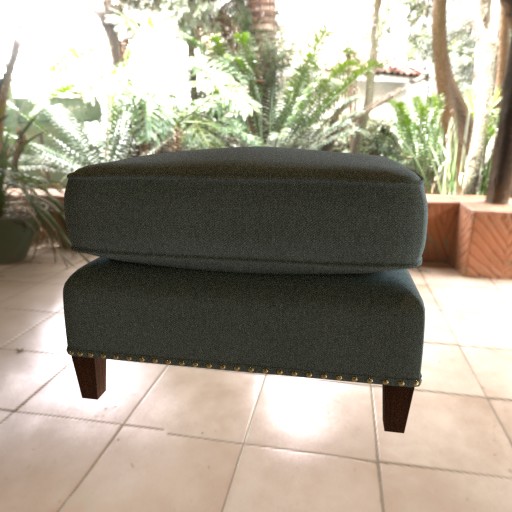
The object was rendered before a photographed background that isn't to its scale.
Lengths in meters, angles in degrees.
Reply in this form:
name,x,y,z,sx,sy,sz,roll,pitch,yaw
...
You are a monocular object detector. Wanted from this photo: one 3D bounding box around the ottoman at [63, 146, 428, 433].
name,x,y,z,sx,sy,sz,roll,pitch,yaw
ottoman,0.000,0.000,1.117,0.738,0.537,0.589,3,16,10
